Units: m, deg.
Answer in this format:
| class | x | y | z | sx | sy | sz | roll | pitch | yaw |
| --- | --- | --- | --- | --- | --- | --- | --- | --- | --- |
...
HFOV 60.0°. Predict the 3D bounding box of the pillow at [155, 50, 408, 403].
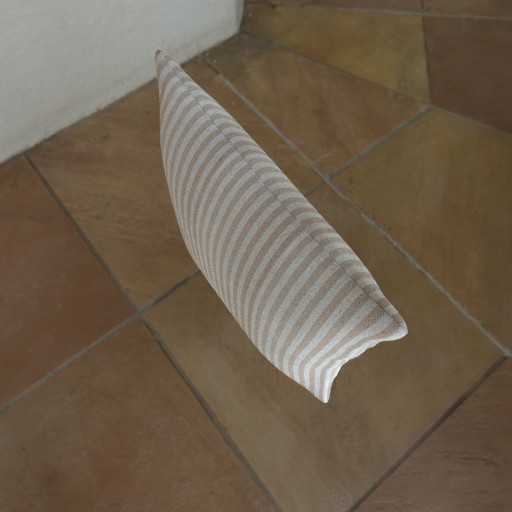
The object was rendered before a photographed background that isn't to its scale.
| class | x | y | z | sx | sy | sz | roll | pitch | yaw |
| --- | --- | --- | --- | --- | --- | --- | --- | --- | --- |
| pillow | 0.000 | 0.000 | 0.777 | 0.166 | 0.510 | 0.523 | -33 | 69 | -15 |
